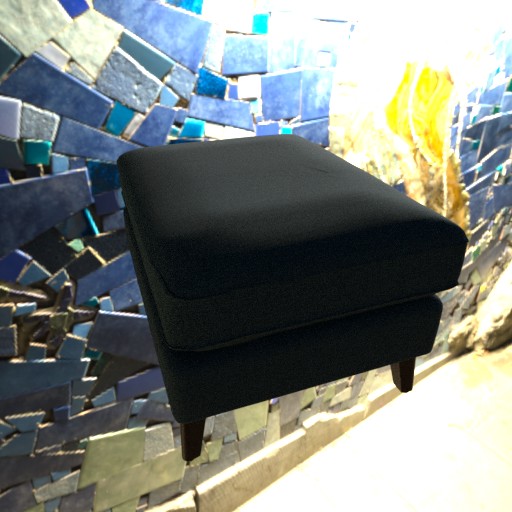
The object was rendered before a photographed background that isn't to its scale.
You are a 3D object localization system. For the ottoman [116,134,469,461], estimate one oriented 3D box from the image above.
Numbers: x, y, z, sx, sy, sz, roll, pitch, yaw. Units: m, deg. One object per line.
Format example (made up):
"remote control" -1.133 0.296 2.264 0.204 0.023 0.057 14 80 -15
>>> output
"ottoman" 0.000 0.000 1.218 0.629 0.503 0.835 -10 31 -18
